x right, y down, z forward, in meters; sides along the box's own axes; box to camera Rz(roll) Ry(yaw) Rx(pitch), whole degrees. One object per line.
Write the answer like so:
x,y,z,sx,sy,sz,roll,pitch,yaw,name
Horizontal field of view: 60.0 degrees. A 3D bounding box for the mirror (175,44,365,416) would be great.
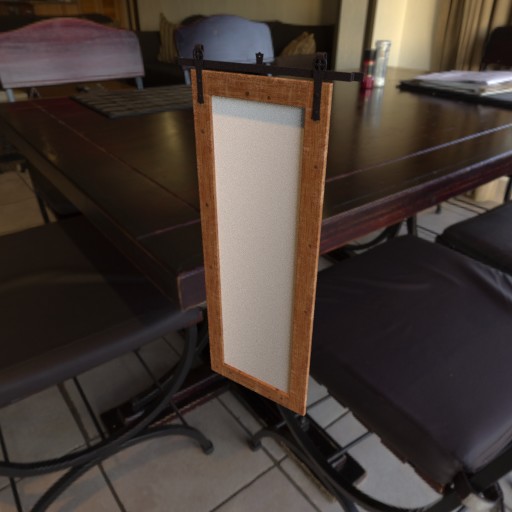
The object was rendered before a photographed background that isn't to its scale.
0.000,0.000,2.099,0.847,1.793,0.042,18,35,28,mirror
